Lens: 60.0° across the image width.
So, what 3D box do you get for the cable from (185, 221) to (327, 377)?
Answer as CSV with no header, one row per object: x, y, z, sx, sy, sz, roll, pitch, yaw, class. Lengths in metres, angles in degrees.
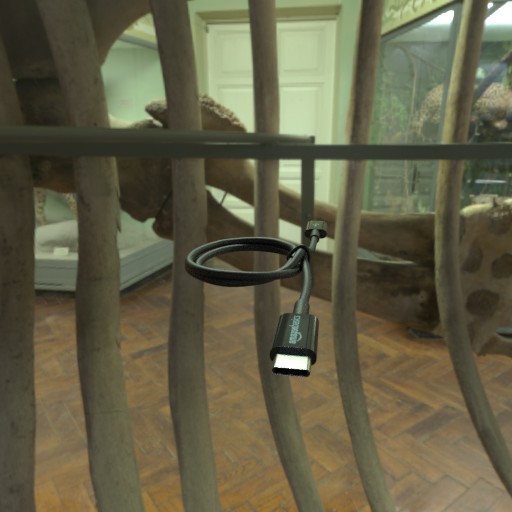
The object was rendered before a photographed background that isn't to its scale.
0.000,0.000,0.225,0.070,0.014,0.203,3,17,9,cable
